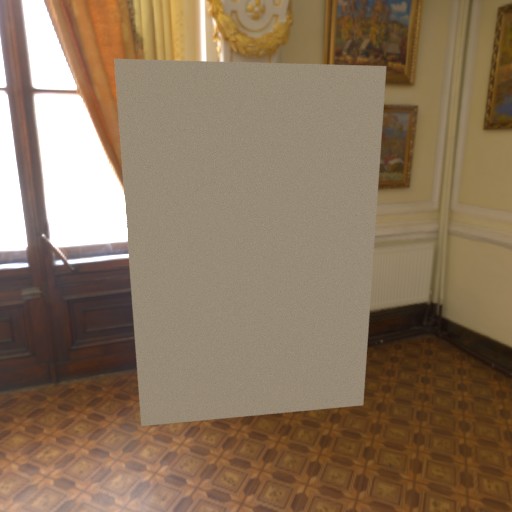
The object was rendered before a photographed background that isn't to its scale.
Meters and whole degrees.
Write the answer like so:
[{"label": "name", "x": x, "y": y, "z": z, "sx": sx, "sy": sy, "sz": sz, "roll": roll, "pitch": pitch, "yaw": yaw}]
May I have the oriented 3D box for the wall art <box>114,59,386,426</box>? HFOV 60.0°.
[{"label": "wall art", "x": 0.000, "y": 0.000, "z": 0.588, "sx": 0.325, "sy": 0.474, "sz": 0.010, "roll": -2, "pitch": 15, "yaw": -9}]
